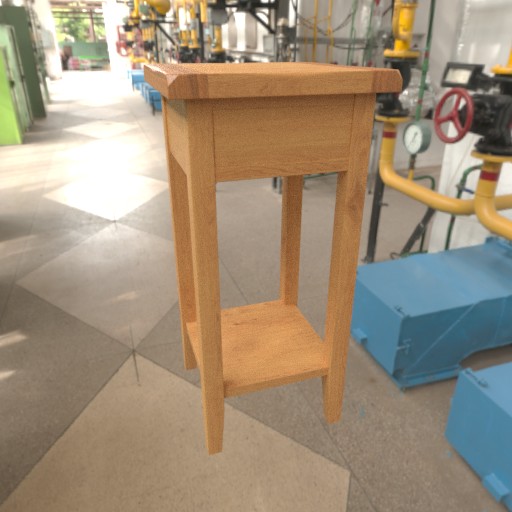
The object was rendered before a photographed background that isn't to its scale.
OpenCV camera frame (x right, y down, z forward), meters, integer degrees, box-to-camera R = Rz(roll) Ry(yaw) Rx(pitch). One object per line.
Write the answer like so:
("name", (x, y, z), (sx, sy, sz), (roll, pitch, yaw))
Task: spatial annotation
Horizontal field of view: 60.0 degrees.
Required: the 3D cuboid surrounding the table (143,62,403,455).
("table", (0.000, 0.000, 0.940), (0.360, 0.740, 0.360), (-8, 27, -16))
